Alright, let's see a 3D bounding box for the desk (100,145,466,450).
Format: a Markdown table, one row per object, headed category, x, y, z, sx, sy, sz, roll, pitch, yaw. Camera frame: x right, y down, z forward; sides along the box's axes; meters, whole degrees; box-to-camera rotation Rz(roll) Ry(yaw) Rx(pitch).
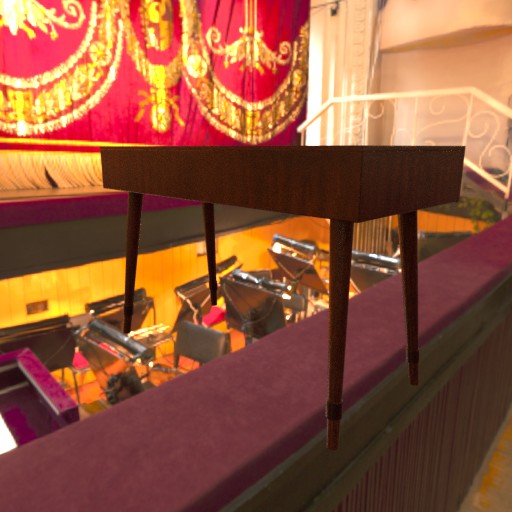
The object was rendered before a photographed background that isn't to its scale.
| category | x | y | z | sx | sy | sz | roll | pitch | yaw |
| --- | --- | --- | --- | --- | --- | --- | --- | --- | --- |
| desk | 0.000 | 0.000 | 2.139 | 0.734 | 1.031 | 1.577 | -13 | 19 | -43 |
